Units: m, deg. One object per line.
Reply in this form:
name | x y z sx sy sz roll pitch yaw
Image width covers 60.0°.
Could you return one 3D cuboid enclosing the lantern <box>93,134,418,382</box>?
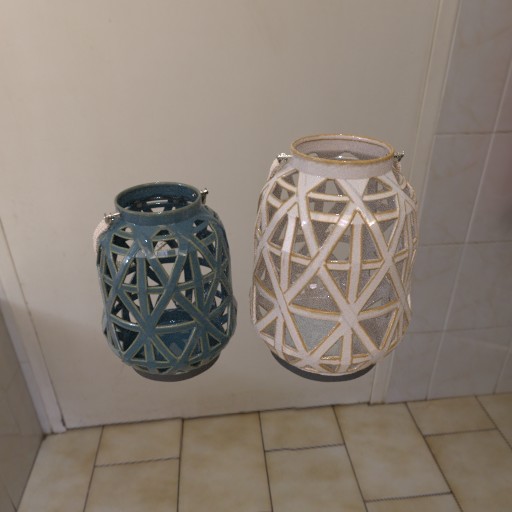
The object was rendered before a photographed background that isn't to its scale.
lantern | 0.000 0.000 0.615 0.439 0.307 0.245 -2 29 -4
